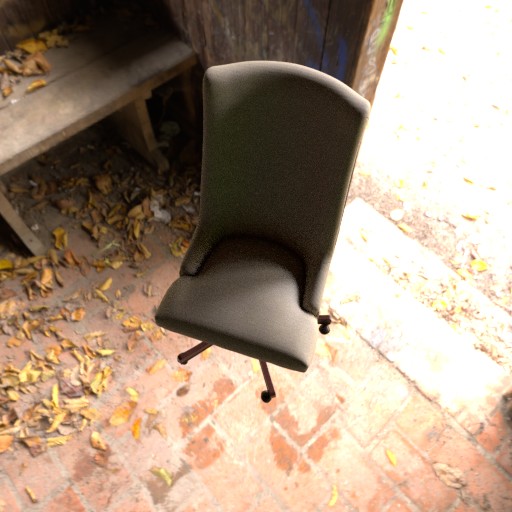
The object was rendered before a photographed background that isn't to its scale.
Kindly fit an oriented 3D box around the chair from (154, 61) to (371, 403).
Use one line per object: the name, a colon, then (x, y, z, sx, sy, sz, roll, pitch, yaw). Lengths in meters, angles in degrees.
chair: (0.000, 0.000, 1.480, 0.645, 1.010, 0.696, 16, 62, 9)
